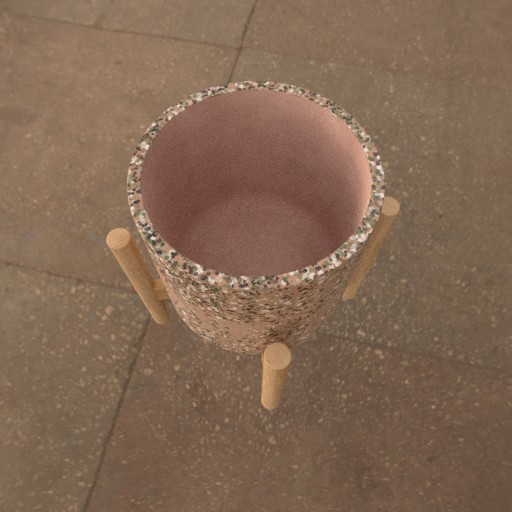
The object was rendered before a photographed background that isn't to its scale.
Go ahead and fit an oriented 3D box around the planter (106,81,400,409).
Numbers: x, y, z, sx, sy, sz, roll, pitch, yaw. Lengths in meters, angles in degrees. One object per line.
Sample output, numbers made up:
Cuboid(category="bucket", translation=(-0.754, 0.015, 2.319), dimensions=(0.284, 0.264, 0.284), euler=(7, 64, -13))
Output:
Cuboid(category="planter", translation=(0.000, 0.000, 0.527), dimensions=(0.284, 0.320, 0.284), euler=(13, 64, 7))
